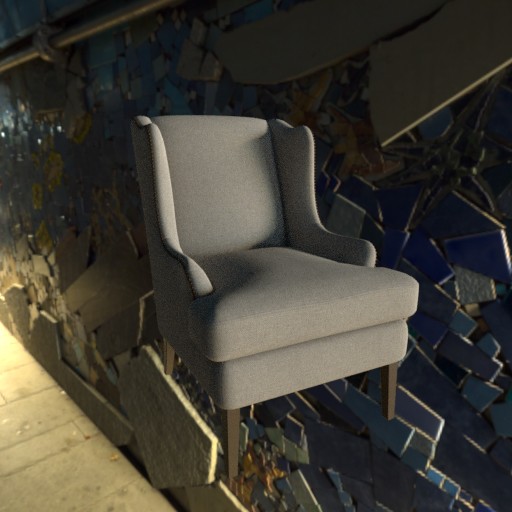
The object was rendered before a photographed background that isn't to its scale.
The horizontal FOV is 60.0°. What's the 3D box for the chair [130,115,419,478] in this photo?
[{"bbox_3d":[0.000,0.000,1.645,0.737,1.029,0.940,-7,16,-26],"label":"chair"}]
